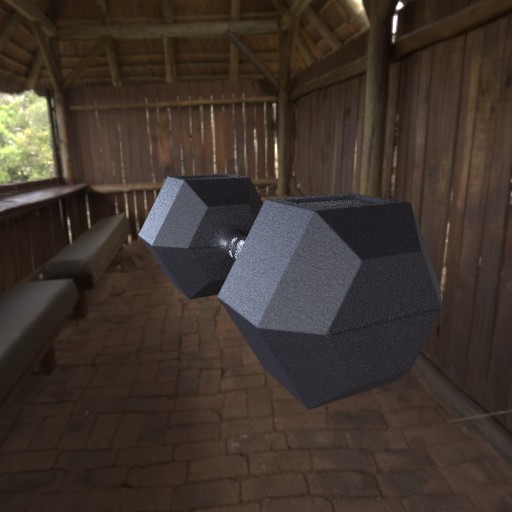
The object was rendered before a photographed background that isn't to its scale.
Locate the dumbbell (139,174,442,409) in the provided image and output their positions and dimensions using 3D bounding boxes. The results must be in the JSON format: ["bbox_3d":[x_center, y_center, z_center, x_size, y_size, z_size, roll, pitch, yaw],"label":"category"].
[{"bbox_3d":[0.000,0.000,0.433,0.157,0.137,0.361,-7,16,-27],"label":"dumbbell"}]
